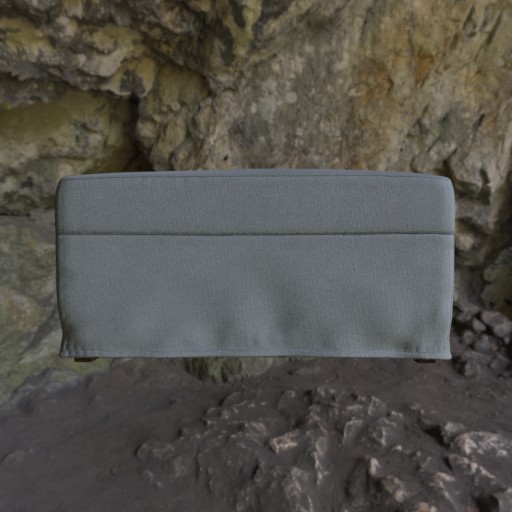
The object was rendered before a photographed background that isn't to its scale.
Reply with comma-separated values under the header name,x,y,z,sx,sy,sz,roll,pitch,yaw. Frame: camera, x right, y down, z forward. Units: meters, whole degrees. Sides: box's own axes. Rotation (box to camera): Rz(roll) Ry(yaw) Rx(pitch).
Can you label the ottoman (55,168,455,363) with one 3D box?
name,x,y,z,sx,sy,sz,roll,pitch,yaw
ottoman,0.000,0.000,1.306,0.842,0.441,0.843,0,0,1
